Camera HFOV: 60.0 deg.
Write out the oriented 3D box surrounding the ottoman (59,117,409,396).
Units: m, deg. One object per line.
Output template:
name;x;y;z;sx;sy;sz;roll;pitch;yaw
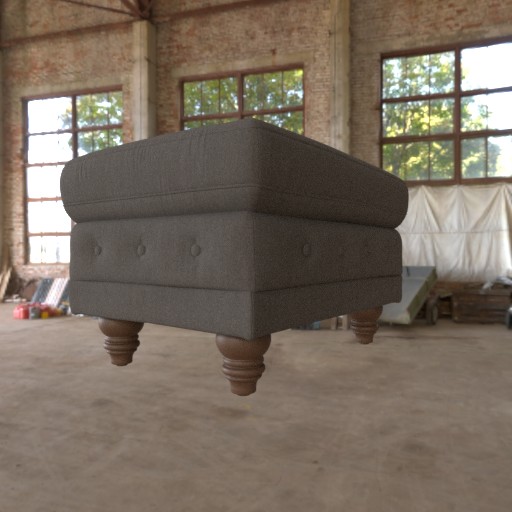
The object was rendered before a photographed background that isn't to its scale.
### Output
ottoman;0.000;0.000;1.139;0.569;0.500;0.771;0;0;36
